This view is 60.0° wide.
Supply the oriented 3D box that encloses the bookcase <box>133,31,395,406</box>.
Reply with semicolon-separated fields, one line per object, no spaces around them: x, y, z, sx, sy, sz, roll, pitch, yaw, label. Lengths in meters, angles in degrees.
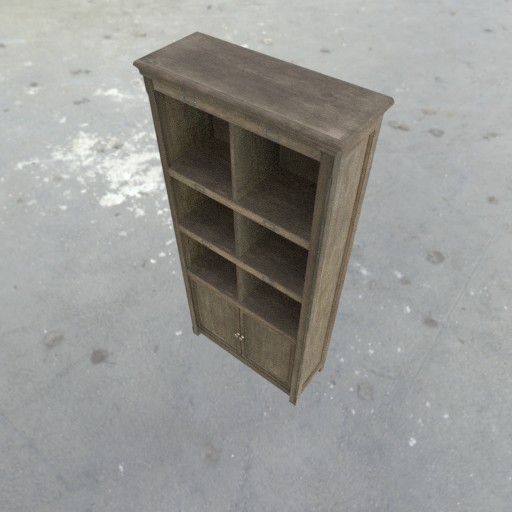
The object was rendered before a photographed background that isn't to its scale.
0.000;0.000;2.262;0.906;1.880;0.348;30;55;24;bookcase
